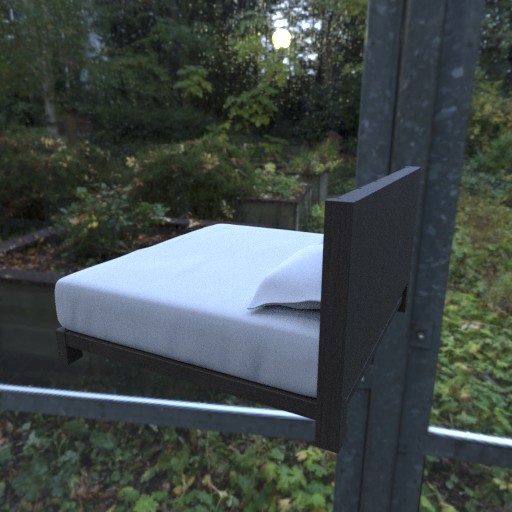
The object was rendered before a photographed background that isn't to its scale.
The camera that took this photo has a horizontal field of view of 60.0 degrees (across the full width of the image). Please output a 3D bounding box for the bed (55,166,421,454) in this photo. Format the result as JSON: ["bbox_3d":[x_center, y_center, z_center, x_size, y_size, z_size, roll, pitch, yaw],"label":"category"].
[{"bbox_3d":[0.000,0.000,3.403,2.012,1.270,2.134,8,18,26],"label":"bed"}]
